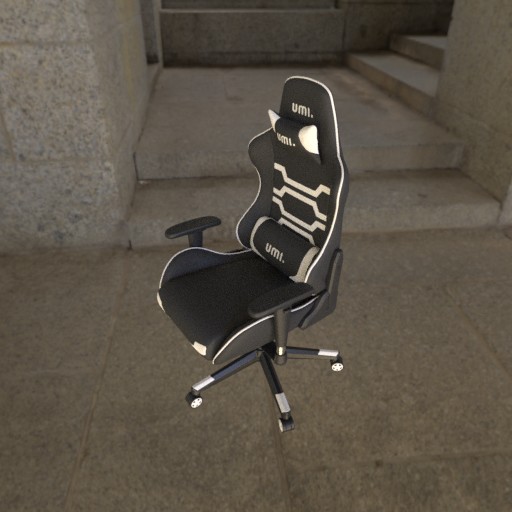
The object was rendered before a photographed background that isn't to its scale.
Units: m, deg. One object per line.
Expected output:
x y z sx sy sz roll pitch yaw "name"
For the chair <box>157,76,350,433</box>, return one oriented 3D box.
0.000 0.000 1.688 0.700 1.240 0.700 -21 38 -29 "chair"
